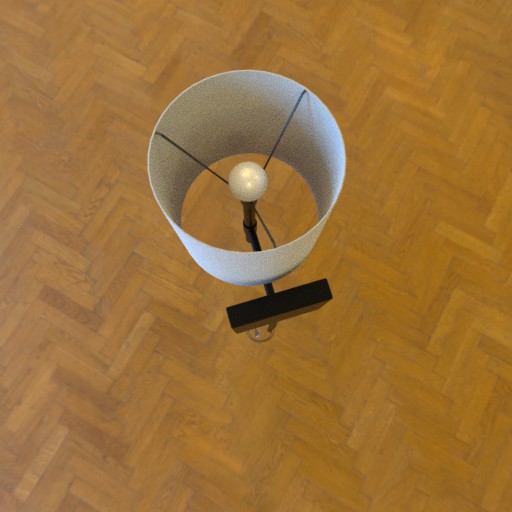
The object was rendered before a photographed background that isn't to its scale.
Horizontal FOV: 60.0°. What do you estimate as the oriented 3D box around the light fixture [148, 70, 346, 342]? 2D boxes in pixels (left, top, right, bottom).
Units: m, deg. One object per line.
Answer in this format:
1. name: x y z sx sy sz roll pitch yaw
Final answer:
1. light fixture: 0.000 0.000 0.700 0.188 0.589 0.248 -16 78 -4
